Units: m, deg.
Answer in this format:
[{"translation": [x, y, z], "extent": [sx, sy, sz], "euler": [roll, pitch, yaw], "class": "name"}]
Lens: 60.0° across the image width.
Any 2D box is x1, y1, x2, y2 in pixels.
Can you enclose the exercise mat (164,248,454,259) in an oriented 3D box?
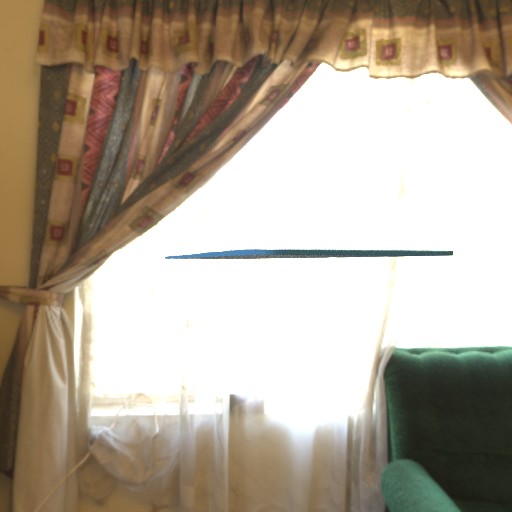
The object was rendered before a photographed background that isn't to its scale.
[{"translation": [0.000, 0.000, 2.062], "extent": [0.616, 0.021, 1.869], "euler": [0, -1, -19], "class": "exercise mat"}]
